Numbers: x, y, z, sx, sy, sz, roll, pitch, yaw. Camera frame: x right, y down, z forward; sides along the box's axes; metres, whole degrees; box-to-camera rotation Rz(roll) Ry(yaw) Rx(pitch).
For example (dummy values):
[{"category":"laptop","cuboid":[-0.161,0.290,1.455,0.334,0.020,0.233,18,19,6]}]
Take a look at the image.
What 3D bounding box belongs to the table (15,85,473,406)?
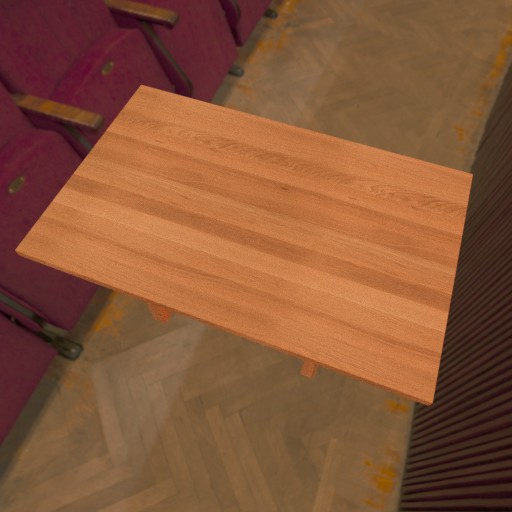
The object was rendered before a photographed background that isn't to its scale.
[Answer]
[{"category":"table","cuboid":[0.000,0.000,1.459,1.100,0.510,0.700,18,62,10]}]
